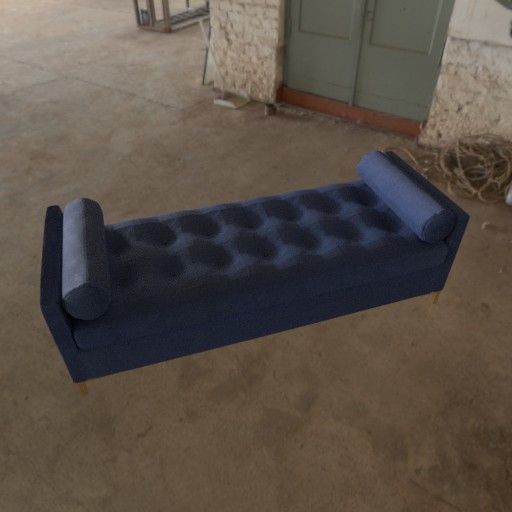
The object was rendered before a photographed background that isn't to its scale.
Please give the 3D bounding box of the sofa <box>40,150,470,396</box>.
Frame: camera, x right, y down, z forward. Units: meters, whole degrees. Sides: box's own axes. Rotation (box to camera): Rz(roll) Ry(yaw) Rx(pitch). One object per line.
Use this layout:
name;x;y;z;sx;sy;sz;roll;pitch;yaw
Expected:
sofa;0.000;0.000;2.487;2.102;0.705;0.796;-12;41;-14
